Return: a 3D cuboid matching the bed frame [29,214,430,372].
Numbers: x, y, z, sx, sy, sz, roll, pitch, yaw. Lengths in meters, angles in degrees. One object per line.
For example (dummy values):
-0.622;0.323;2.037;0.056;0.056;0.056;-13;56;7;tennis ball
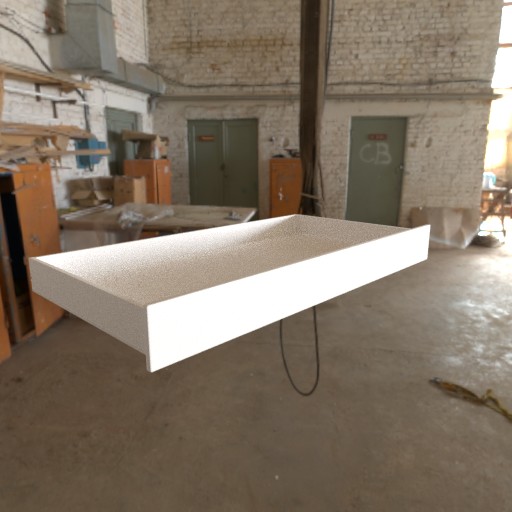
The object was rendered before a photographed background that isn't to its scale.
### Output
0.000;0.000;1.544;0.670;0.141;1.300;13;19;42;bed frame
